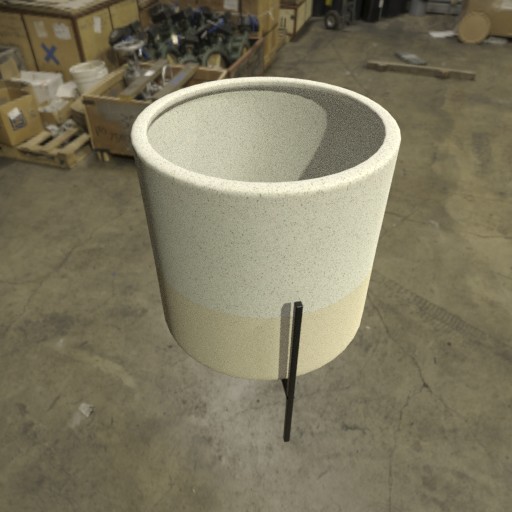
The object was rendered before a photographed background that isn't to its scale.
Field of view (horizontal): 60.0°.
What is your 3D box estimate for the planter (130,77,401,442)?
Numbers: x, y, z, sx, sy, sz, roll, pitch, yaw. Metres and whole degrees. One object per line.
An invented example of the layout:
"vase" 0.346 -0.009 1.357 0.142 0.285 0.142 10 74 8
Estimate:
"planter" 0.000 0.000 0.657 0.335 0.423 0.313 12 42 14
